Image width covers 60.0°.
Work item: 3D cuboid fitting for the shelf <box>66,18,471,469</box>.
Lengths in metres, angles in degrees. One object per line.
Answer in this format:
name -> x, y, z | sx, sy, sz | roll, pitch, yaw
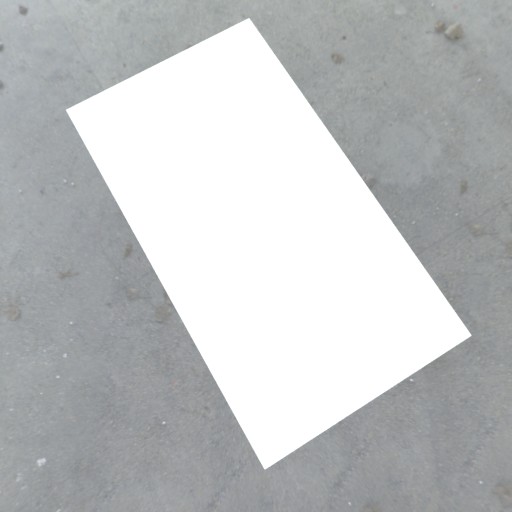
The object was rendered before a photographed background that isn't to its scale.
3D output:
shelf -> 0.000, 0.000, 1.338 | 0.498, 0.750, 0.902 | -30, 78, -7
